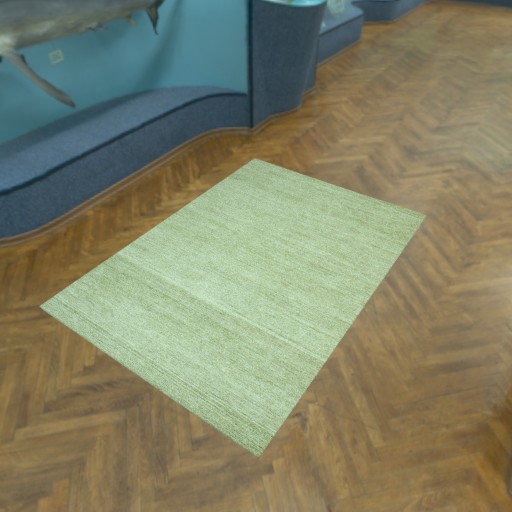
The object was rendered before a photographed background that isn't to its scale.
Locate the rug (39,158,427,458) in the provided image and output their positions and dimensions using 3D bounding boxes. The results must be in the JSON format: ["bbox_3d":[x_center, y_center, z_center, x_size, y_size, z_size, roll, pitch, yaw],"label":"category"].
[{"bbox_3d":[0.000,0.000,3.028,1.606,0.017,2.270,24,46,26],"label":"rug"}]
